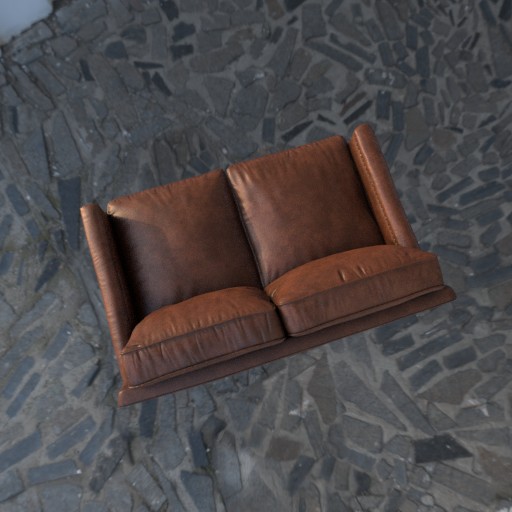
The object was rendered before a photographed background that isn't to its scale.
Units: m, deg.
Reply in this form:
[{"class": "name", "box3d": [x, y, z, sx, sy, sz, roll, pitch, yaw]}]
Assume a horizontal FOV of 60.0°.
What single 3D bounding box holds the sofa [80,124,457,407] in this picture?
[{"class": "sofa", "box3d": [0.000, 0.000, 2.321, 1.628, 1.003, 1.083, -17, 76, -4]}]
